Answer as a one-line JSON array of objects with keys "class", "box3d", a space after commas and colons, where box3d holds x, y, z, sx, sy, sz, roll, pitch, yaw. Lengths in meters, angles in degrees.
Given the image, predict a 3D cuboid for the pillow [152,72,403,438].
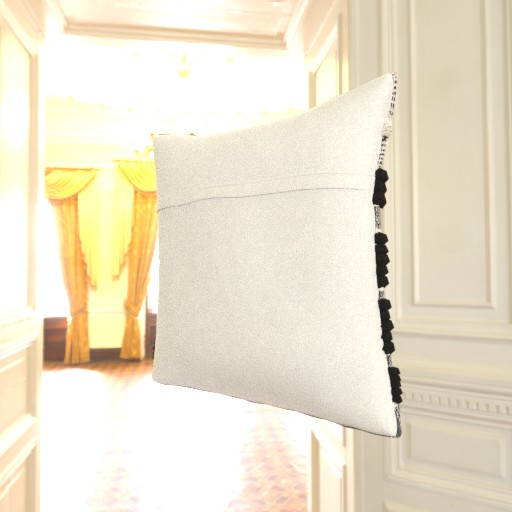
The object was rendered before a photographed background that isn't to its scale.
[{"class": "pillow", "box3d": [0.000, 0.000, 0.659, 0.436, 0.438, 0.156, -1, -2, 36]}]
